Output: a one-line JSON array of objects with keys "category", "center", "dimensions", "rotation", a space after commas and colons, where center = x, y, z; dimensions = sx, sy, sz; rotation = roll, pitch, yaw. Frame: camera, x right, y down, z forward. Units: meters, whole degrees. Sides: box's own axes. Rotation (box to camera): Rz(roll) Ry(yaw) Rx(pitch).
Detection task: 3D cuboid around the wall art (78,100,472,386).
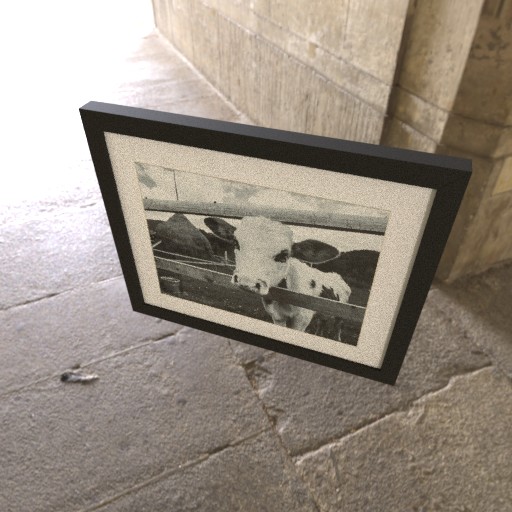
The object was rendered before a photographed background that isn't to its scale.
[{"category": "wall art", "center": [0.000, 0.000, 0.549], "dimensions": [0.404, 0.329, 0.024], "rotation": [13, 43, 15]}]
